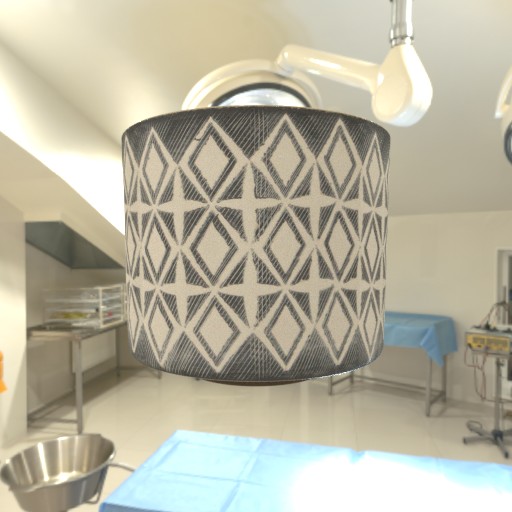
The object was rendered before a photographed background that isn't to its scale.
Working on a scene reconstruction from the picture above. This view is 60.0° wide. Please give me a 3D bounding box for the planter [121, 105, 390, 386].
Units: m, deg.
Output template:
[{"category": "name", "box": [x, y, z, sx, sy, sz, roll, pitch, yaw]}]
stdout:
[{"category": "planter", "box": [0.000, 0.000, 0.333, 0.192, 0.165, 0.192, 0, 1, 0]}]
